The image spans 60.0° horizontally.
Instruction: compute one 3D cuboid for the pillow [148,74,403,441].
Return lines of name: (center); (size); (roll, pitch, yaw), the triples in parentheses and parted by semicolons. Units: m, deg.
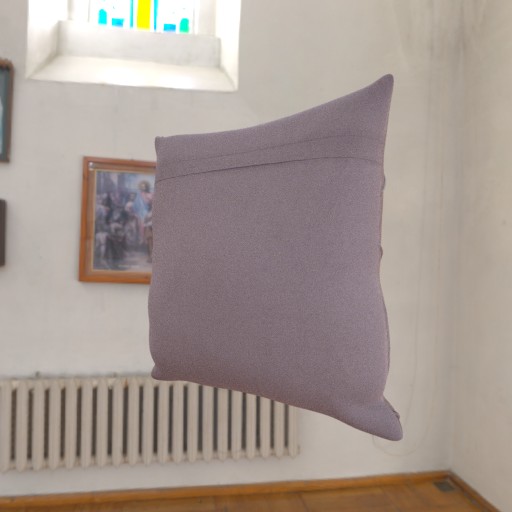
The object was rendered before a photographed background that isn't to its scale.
pillow: (0.000, 0.000, 0.659); (0.439, 0.440, 0.185); (0, -1, 36)
